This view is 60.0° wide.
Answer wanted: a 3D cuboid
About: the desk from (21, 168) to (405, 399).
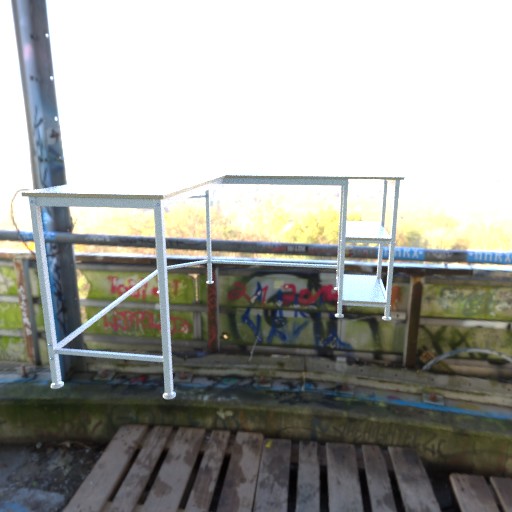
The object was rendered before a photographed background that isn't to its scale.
[{"bbox_3d":[0.000,0.000,2.137,1.379,0.739,1.379,2,15,9],"label":"desk"}]
